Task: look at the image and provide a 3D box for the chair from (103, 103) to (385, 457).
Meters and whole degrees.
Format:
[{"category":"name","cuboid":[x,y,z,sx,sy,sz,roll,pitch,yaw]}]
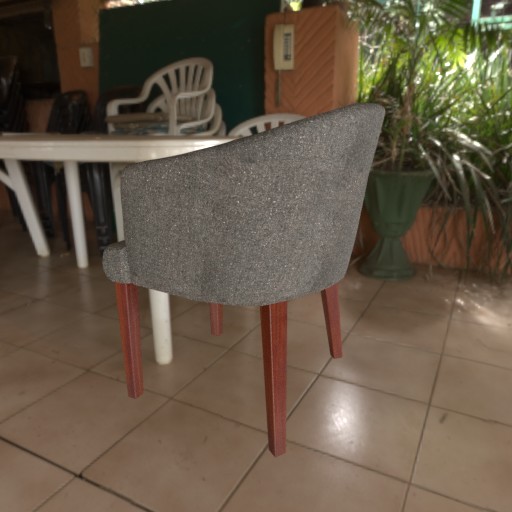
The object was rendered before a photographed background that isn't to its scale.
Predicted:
[{"category":"chair","cuboid":[0.000,0.000,1.261,0.655,0.811,0.583,8,18,25]}]
